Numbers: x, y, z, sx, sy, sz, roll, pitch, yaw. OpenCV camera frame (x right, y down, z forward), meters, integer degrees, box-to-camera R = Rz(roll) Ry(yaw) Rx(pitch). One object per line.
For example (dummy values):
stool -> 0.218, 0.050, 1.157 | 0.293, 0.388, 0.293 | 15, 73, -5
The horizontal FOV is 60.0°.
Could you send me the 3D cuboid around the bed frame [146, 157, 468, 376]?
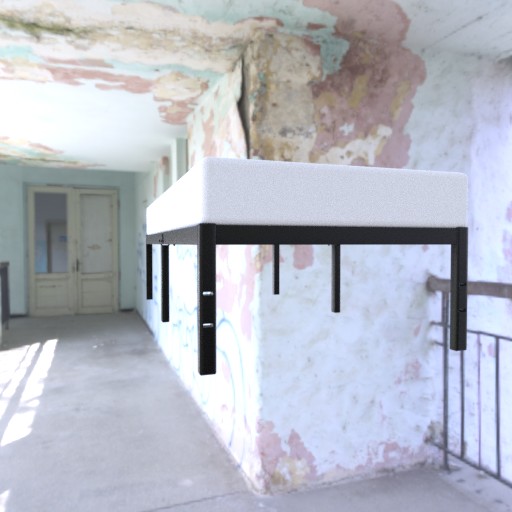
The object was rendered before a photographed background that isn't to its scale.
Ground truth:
bed frame -> 0.000, 0.000, 2.399 | 1.023, 0.659, 1.950 | -1, 2, -19
